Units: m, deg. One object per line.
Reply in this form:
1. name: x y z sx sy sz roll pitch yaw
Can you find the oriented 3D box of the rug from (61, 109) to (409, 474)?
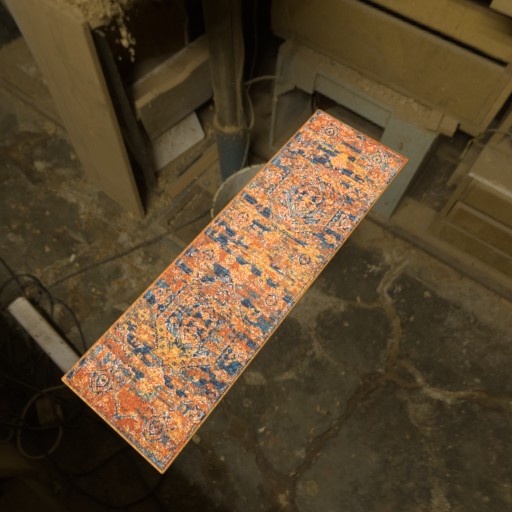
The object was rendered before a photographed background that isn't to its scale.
1. rug: 0.000 0.000 2.007 0.556 0.013 1.820 35 69 16
